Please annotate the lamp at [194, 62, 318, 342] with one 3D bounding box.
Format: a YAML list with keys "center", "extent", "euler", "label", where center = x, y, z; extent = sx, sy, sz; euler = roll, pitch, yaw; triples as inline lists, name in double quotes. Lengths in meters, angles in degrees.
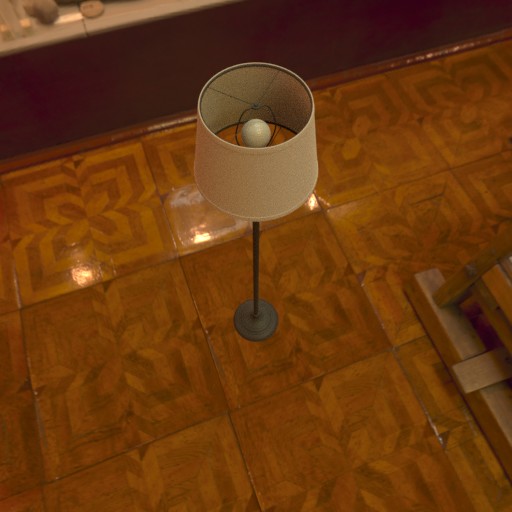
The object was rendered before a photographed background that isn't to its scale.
- center: [0.000, 0.000, 1.641]
  extent: [0.327, 1.506, 0.327]
  euler: [-17, 65, -8]
  label: "lamp"
